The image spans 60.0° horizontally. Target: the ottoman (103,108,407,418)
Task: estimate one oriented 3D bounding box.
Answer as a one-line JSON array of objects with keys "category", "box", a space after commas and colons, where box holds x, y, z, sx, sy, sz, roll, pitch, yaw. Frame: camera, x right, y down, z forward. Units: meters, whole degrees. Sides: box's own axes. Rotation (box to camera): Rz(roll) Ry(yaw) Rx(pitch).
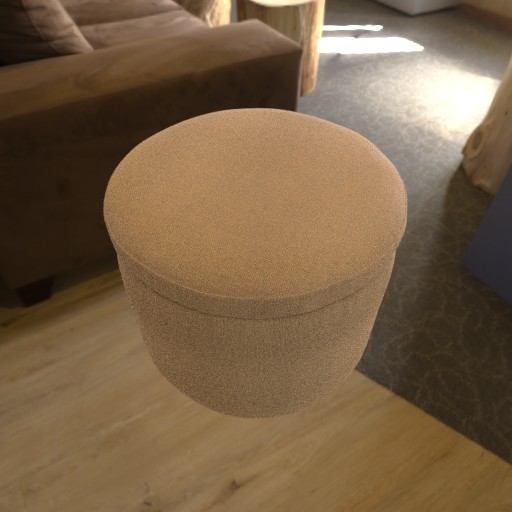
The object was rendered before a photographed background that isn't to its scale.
[{"category": "ottoman", "box": [0.000, 0.000, 0.858, 0.497, 0.409, 0.497, 0, 46, 0]}]
